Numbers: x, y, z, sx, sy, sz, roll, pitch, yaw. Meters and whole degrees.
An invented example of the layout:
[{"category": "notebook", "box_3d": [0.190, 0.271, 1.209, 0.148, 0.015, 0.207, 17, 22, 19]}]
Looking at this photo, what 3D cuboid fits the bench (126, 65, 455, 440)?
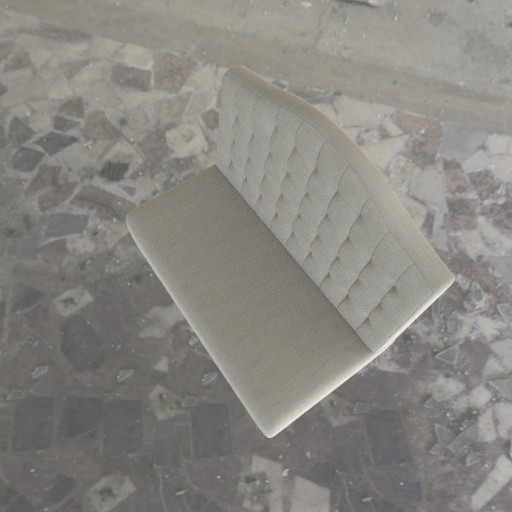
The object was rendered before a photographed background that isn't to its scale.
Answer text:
[{"category": "bench", "box_3d": [0.000, 0.000, 2.075, 0.815, 1.180, 1.335, -32, 67, -15]}]
